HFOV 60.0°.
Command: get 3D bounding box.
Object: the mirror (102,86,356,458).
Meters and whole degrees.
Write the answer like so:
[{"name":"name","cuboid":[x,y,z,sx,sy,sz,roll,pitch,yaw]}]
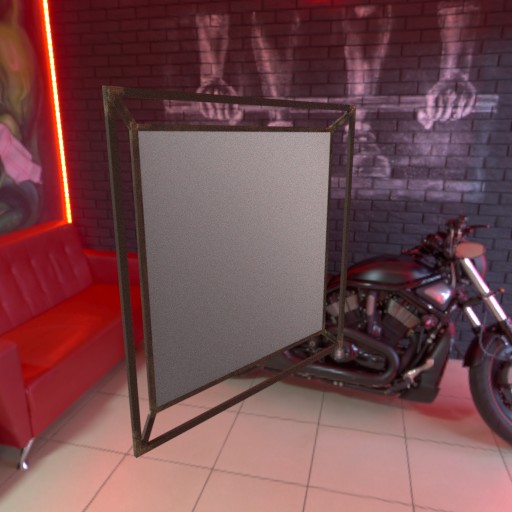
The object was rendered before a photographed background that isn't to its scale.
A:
[{"name":"mirror","cuboid":[0.000,0.000,0.908,0.610,0.610,0.032,-14,21,-42]}]
